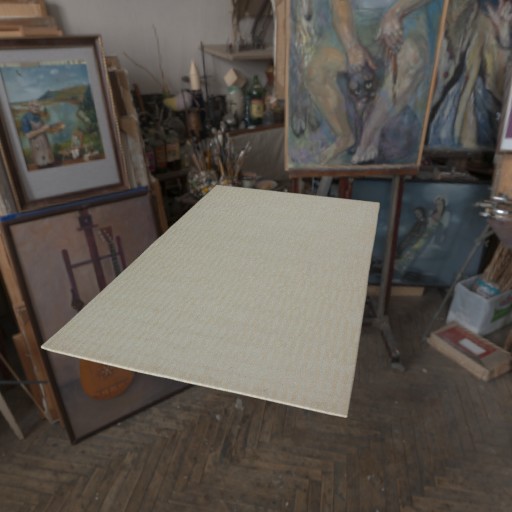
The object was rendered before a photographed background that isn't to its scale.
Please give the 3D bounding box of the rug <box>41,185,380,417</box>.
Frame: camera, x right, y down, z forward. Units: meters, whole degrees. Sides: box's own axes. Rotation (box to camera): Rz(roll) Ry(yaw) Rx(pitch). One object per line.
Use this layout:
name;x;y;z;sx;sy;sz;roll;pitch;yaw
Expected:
rug;0.000;0.000;3.040;1.531;0.014;2.441;8;30;15
